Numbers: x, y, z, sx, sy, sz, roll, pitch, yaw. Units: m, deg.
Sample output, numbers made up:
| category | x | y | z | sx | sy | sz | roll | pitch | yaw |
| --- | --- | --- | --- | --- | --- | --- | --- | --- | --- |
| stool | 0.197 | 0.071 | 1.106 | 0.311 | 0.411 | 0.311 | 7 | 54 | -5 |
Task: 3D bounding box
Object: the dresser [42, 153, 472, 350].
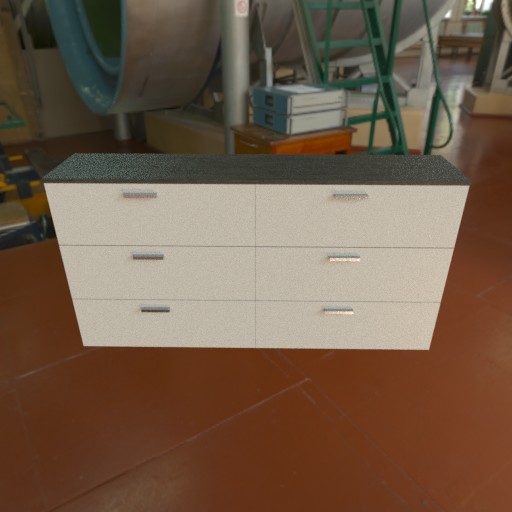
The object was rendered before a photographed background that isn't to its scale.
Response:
| category | x | y | z | sx | sy | sz | roll | pitch | yaw |
| --- | --- | --- | --- | --- | --- | --- | --- | --- | --- |
| dresser | 0.000 | 0.000 | 1.904 | 1.535 | 0.790 | 0.333 | 0 | 29 | 1 |
